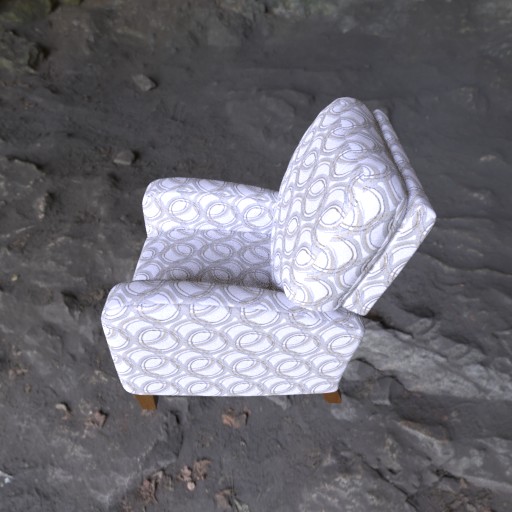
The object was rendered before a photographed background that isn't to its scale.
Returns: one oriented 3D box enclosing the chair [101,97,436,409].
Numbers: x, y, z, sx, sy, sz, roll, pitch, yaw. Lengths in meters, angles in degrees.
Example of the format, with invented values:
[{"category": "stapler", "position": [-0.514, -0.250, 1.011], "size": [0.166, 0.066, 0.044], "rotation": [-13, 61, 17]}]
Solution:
[{"category": "chair", "position": [0.000, 0.000, 1.724], "size": [0.995, 1.065, 0.796], "rotation": [0, 41, 1]}]
